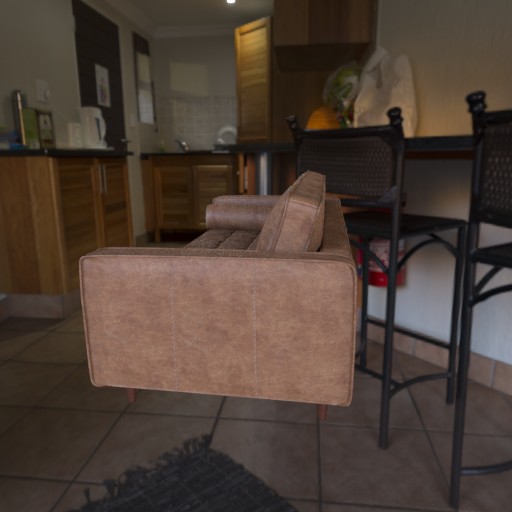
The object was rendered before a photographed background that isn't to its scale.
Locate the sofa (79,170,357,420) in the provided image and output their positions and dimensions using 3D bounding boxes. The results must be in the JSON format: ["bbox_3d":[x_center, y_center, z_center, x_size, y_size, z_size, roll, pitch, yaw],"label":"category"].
[{"bbox_3d":[0.000,0.000,2.339,0.924,0.825,1.920,2,14,9],"label":"sofa"}]
